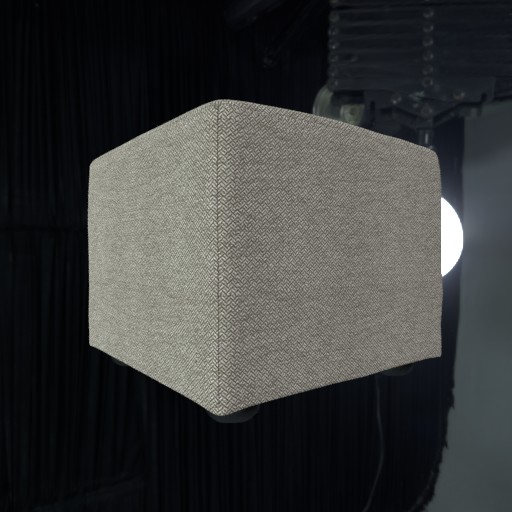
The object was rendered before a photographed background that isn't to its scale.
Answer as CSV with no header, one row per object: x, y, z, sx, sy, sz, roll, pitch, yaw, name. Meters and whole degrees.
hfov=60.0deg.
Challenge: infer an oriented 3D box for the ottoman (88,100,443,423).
0.000,0.000,0.884,0.512,0.453,0.519,-1,1,-37,ottoman
